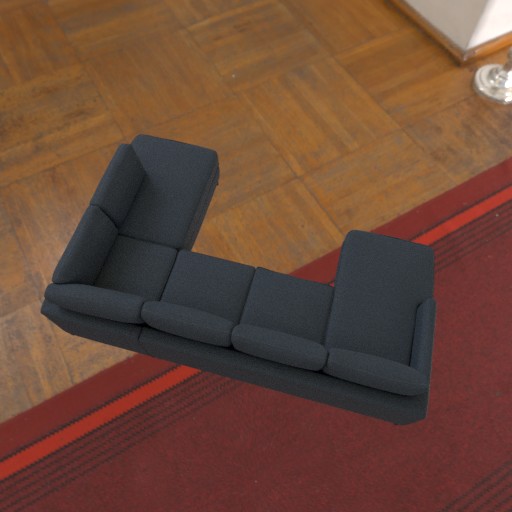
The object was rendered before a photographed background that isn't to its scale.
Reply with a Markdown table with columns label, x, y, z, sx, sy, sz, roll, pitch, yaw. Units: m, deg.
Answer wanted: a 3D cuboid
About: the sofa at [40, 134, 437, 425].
| label | x | y | z | sx | sy | sz | roll | pitch | yaw |
| --- | --- | --- | --- | --- | --- | --- | --- | --- | --- |
| sofa | 0.000 | 0.000 | 3.784 | 2.975 | 0.858 | 1.984 | 13 | 64 | 7 |
